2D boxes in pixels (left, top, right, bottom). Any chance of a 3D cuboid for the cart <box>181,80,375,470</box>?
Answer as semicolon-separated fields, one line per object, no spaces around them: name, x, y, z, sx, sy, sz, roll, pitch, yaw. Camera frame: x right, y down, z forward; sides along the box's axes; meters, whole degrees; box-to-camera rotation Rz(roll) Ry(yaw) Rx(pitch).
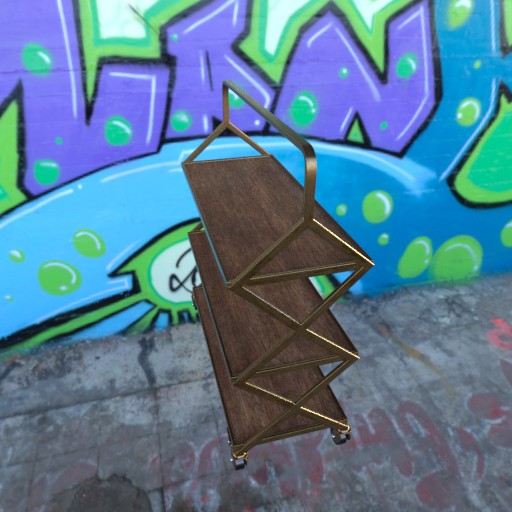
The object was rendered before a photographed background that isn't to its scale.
cart;0.000;0.000;1.206;0.313;0.805;0.723;-8;32;-13
